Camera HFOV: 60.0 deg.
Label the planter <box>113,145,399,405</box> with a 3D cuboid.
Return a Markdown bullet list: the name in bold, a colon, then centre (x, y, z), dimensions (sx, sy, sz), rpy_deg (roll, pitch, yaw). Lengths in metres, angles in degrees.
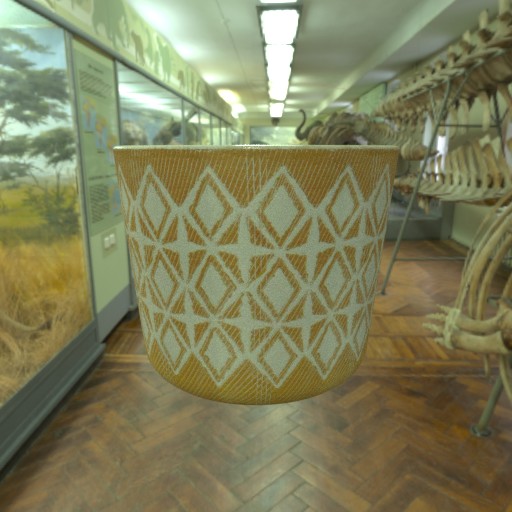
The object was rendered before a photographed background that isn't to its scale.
- **planter**: centre (0.000, 0.000, 0.217), dimensions (0.126, 0.104, 0.126), rpy_deg (0, 14, 0)
